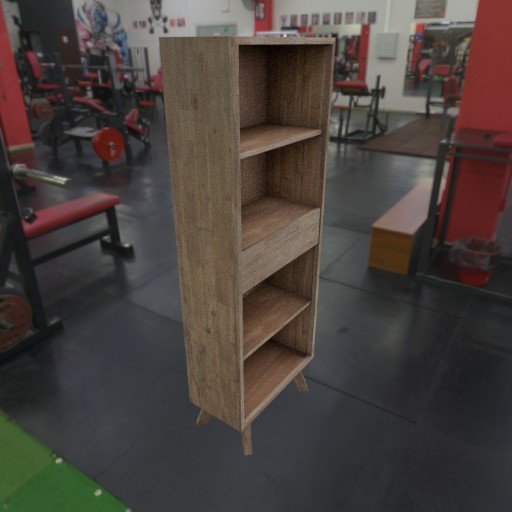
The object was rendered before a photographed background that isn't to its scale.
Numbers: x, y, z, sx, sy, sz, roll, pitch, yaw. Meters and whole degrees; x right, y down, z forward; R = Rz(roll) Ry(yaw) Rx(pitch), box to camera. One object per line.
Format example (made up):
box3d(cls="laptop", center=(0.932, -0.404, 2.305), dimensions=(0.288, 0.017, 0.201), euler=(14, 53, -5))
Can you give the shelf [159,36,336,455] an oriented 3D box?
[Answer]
box3d(cls="shelf", center=(0.000, 0.000, 1.517), dimensions=(0.267, 1.342, 0.491), euler=(18, 31, 32))
